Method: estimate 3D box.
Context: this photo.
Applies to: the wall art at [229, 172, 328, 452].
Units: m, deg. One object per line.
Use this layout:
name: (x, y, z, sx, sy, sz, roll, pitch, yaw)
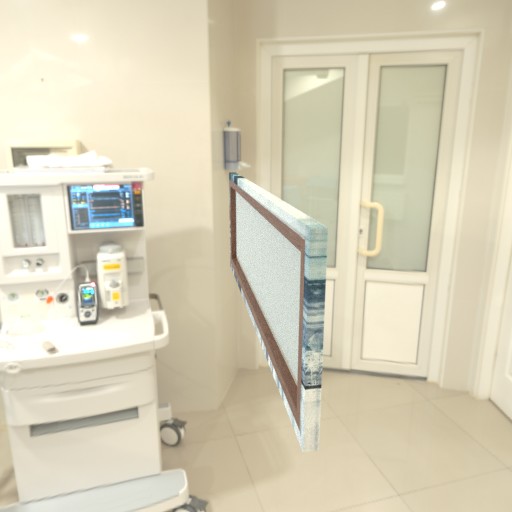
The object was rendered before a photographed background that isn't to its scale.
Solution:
wall art: (0.000, 0.000, 1.650, 0.037, 0.509, 1.524, -2, 15, -9)
